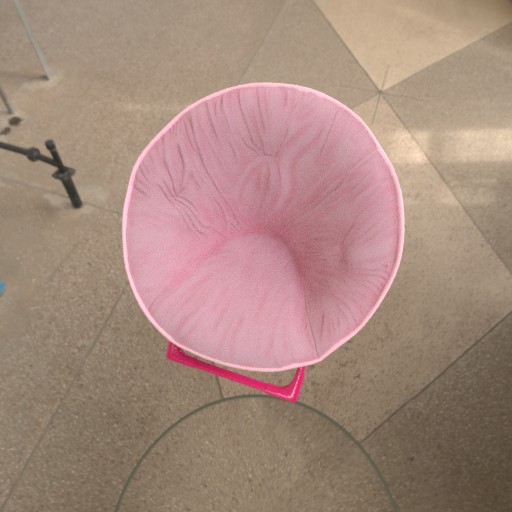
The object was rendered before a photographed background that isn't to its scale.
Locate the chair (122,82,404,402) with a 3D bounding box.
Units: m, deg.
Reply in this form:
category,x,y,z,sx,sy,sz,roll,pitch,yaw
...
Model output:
category,x,y,z,sx,sy,sz,roll,pitch,yaw
chair,0.000,0.000,0.900,0.522,0.494,0.459,16,58,10
